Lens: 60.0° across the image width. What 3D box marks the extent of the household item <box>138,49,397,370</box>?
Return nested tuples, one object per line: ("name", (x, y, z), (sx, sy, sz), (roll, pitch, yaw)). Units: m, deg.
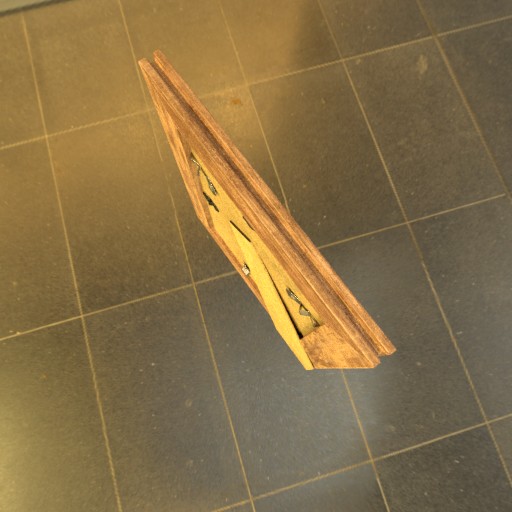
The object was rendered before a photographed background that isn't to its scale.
("household item", (0.000, 0.000, 0.321), (0.018, 0.237, 0.186), (-35, 78, -8))
